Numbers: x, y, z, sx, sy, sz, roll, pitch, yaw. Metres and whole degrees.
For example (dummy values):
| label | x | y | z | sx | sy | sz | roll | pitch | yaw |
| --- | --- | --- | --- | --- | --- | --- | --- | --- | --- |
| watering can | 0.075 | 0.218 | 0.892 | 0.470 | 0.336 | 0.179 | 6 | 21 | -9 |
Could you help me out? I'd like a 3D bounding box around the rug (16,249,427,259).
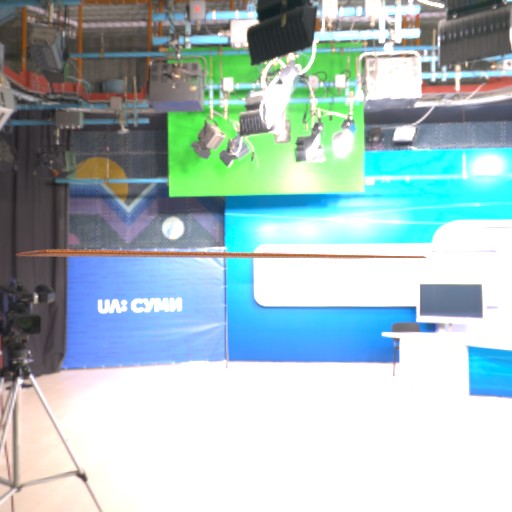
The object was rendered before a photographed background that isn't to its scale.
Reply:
| label | x | y | z | sx | sy | sz | roll | pitch | yaw |
| --- | --- | --- | --- | --- | --- | --- | --- | --- | --- |
| rug | 0.000 | 0.000 | 2.454 | 2.274 | 0.016 | 0.651 | 1 | -1 | -36 |
